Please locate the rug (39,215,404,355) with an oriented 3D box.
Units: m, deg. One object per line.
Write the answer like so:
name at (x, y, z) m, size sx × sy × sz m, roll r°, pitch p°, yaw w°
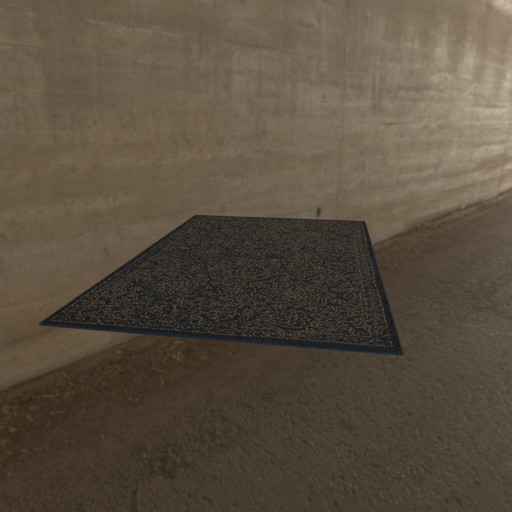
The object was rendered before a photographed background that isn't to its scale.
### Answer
rug at (0.000, 0.000, 2.292) m, size 1.219 × 0.010 × 1.829 m, roll 3°, pitch 18°, yaw 9°
